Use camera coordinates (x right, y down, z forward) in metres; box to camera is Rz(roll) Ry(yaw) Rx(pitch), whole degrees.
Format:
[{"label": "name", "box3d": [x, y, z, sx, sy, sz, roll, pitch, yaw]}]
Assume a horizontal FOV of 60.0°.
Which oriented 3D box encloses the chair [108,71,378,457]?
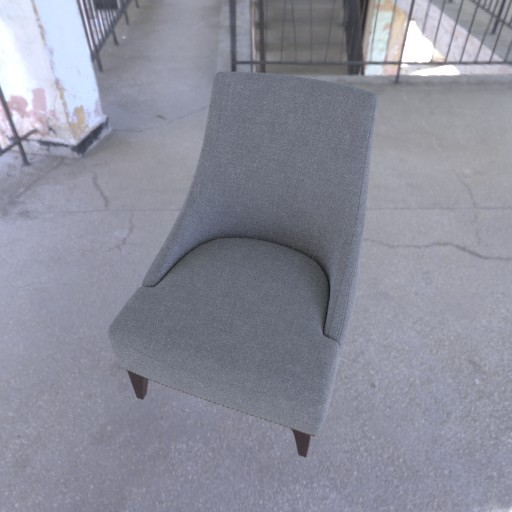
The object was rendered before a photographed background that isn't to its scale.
[{"label": "chair", "box3d": [0.000, 0.000, 1.484, 0.701, 0.909, 0.861, 14, 45, 14]}]
